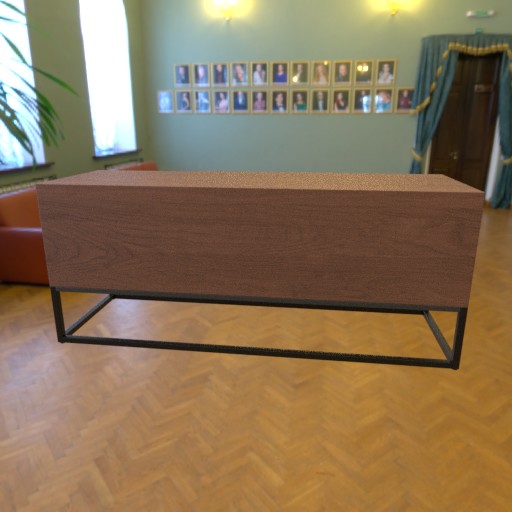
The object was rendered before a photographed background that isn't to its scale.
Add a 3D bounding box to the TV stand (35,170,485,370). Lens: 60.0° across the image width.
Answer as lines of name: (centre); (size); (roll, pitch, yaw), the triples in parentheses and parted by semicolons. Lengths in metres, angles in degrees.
TV stand: (0.000, 0.000, 1.440); (1.200, 0.500, 0.415); (2, 17, 7)
